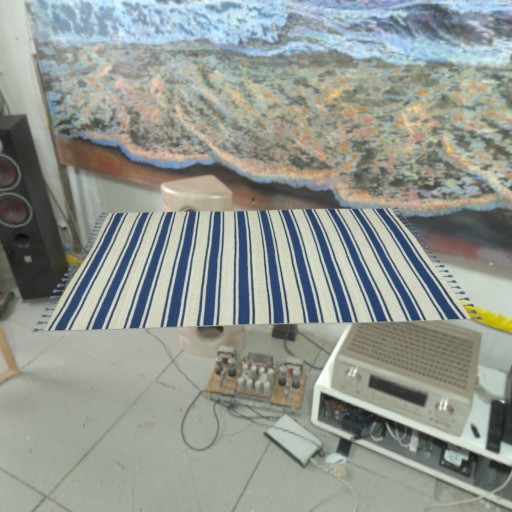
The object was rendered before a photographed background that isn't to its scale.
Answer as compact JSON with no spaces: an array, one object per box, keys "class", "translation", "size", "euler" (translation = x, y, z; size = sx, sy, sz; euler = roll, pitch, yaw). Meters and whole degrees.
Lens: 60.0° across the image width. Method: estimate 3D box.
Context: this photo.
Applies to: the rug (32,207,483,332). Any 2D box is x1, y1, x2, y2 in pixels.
[{"class":"rug","translation":[0.000,0.000,2.574],"size":[2.108,0.009,1.248],"euler":[-1,31,-2]}]
